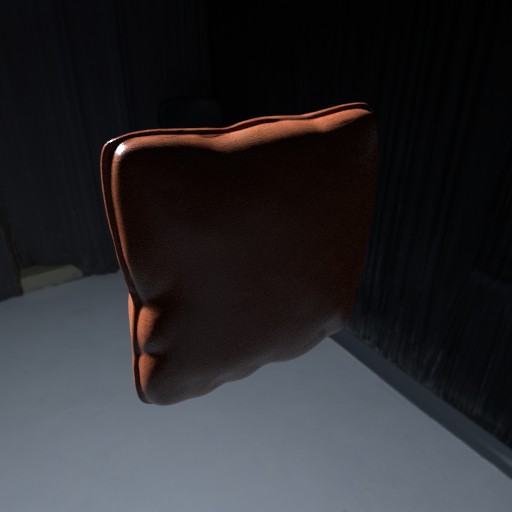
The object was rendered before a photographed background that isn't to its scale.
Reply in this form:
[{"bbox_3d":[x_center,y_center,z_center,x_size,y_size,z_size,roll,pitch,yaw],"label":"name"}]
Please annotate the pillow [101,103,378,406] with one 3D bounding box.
[{"bbox_3d":[0.000,0.000,0.848,0.532,0.523,0.236,-17,33,-28],"label":"pillow"}]
